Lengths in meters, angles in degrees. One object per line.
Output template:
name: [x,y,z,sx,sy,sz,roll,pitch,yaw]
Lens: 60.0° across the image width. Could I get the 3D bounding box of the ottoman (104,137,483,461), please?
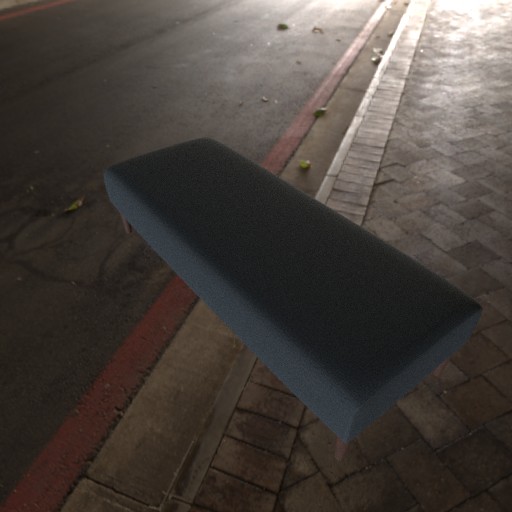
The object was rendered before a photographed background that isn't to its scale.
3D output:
ottoman: [0.000,0.000,1.852,0.646,0.393,1.609,-26,46,-28]
